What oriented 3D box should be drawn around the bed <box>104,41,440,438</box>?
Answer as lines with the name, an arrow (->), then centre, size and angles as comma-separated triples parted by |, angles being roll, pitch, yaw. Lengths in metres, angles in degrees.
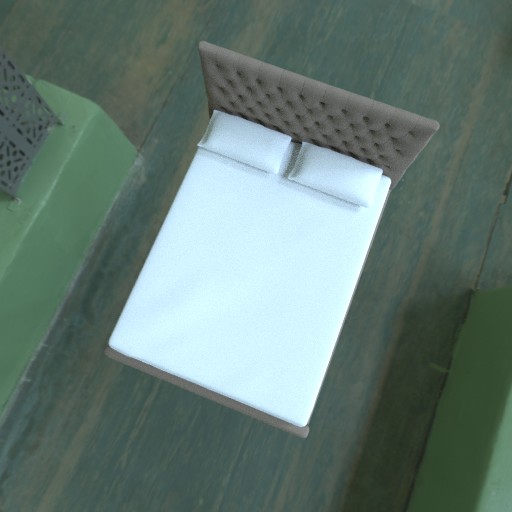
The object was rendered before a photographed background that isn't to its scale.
bed -> 0.000, 0.000, 3.355 | 1.696, 1.426, 2.233 | 21, 77, 5
